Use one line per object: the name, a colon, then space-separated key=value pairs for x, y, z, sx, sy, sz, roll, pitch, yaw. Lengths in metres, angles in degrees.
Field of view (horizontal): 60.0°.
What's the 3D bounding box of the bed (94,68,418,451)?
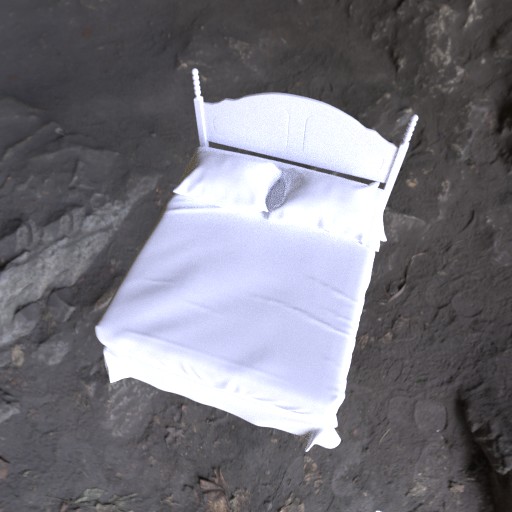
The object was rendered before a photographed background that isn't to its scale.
bed: x=0.000 y=0.000 z=3.158 sx=1.873 sy=1.356 sz=2.040 roll=16 pitch=58 yaw=10
